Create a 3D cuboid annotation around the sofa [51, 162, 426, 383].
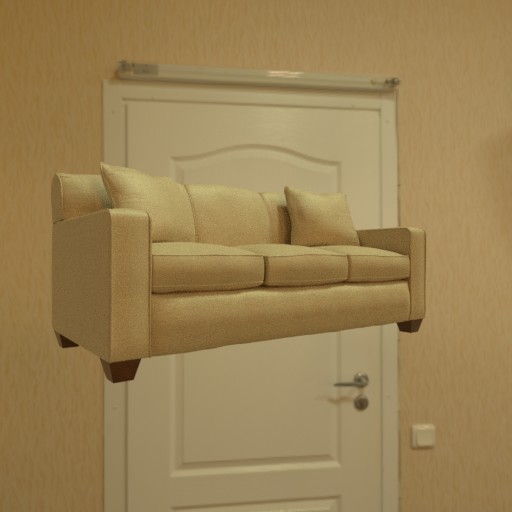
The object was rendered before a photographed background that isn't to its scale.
[{"bbox_3d":[0.000,0.000,2.578,2.024,0.958,0.997,0,0,-36],"label":"sofa"}]
